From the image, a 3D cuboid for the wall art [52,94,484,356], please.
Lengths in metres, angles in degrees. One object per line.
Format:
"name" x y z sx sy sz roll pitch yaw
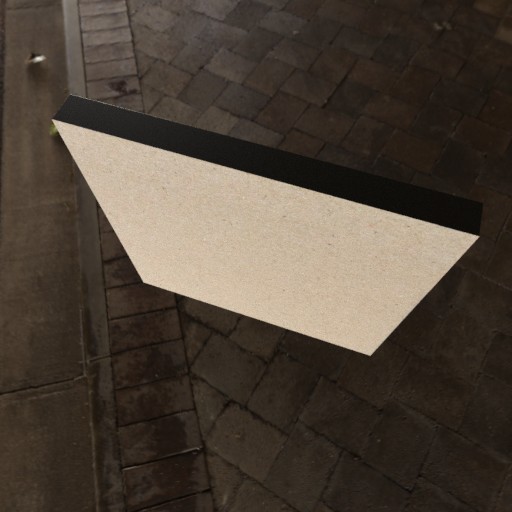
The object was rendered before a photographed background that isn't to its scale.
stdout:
"wall art" 0.000 0.000 0.470 0.327 0.318 0.029 17 64 8
